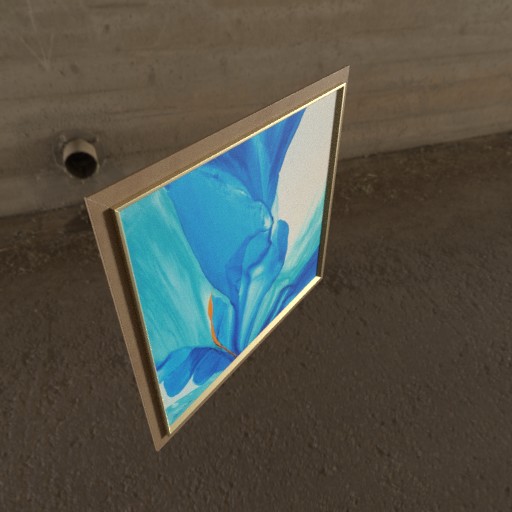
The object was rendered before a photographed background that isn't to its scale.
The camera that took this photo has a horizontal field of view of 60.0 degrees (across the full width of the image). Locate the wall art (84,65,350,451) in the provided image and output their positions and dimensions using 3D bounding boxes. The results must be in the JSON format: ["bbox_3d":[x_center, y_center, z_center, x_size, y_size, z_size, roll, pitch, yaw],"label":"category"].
[{"bbox_3d":[0.000,0.000,1.623,0.025,1.067,1.168,25,46,28],"label":"wall art"}]
